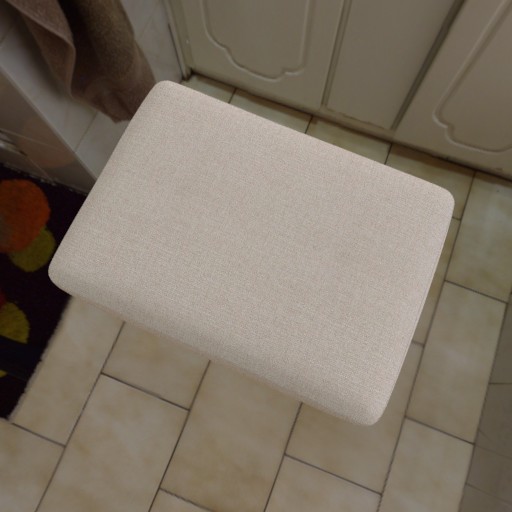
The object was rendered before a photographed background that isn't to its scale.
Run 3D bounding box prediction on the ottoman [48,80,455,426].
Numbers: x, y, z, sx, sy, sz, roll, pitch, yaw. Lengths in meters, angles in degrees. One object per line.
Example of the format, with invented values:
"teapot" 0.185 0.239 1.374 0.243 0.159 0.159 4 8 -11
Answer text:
"ottoman" 0.000 0.000 1.276 0.885 0.478 0.637 23 76 6
